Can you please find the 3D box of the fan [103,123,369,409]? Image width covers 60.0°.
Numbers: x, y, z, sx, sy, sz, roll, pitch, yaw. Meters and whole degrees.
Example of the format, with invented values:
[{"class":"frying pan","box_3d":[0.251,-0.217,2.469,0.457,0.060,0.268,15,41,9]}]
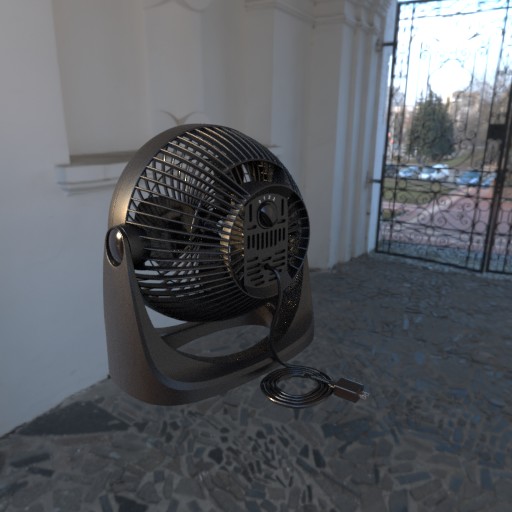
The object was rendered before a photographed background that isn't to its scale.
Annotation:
[{"class":"fan","box_3d":[0.000,0.000,0.483,0.273,0.277,0.256,-15,22,-41]}]
